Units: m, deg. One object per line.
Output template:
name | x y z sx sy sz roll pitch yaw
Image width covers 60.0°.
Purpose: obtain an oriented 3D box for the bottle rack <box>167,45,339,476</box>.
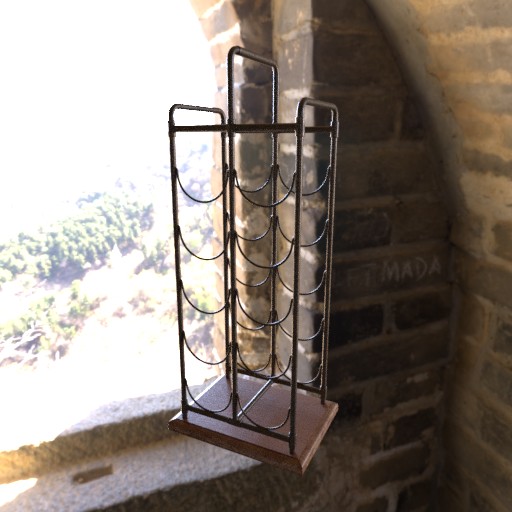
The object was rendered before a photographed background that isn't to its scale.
bottle rack | 0.000 0.000 0.803 0.276 0.680 0.208 7 16 26
